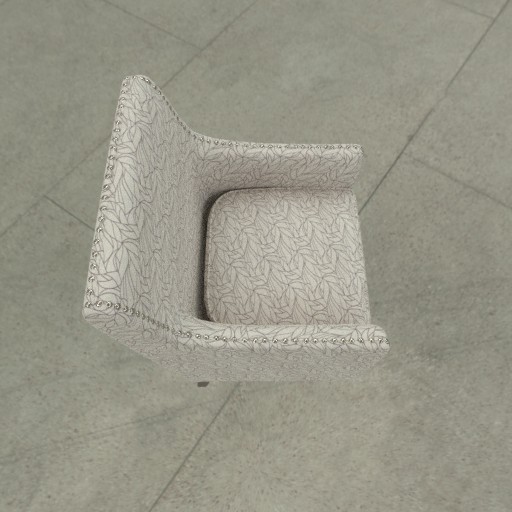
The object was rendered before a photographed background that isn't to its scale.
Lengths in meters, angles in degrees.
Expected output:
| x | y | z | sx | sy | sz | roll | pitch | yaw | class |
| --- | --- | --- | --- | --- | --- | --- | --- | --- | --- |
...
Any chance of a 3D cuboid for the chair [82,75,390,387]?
| x | y | z | sx | sy | sz | roll | pitch | yaw | class |
| --- | --- | --- | --- | --- | --- | --- | --- | --- | --- |
| 0.000 | 0.000 | 1.287 | 0.651 | 0.816 | 0.623 | 0 | 64 | 0 | chair |
